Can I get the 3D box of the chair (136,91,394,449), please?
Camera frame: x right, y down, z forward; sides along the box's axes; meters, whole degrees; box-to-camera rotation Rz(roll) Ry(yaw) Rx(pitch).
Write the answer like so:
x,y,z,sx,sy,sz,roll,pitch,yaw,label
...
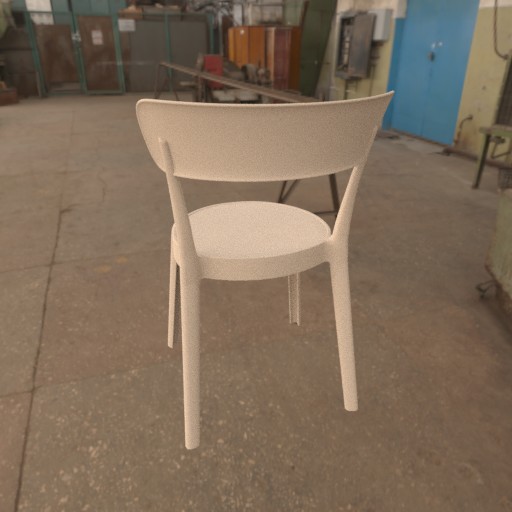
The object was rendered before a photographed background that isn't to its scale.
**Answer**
x,y,z,sx,sy,sz,roll,pitch,yaw,label
0.000,0.000,1.103,0.506,0.790,0.491,-7,27,-15,chair
